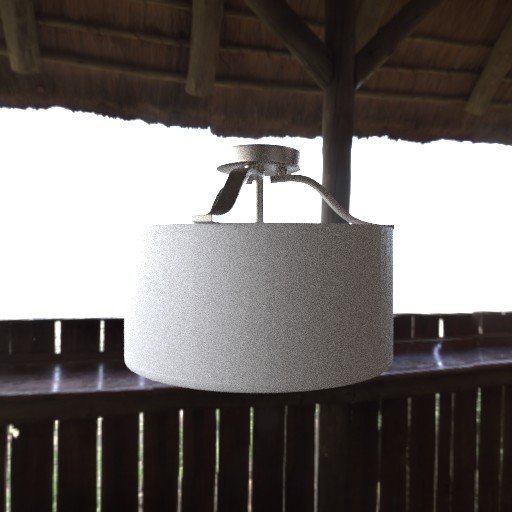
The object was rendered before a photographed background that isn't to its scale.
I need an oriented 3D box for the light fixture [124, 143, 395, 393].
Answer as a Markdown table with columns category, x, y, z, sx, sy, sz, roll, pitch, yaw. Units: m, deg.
| category | x | y | z | sx | sy | sz | roll | pitch | yaw |
| --- | --- | --- | --- | --- | --- | --- | --- | --- | --- |
| light fixture | 0.000 | 0.000 | 0.662 | 0.395 | 0.304 | 0.395 | 0 | 1 | 0 |
